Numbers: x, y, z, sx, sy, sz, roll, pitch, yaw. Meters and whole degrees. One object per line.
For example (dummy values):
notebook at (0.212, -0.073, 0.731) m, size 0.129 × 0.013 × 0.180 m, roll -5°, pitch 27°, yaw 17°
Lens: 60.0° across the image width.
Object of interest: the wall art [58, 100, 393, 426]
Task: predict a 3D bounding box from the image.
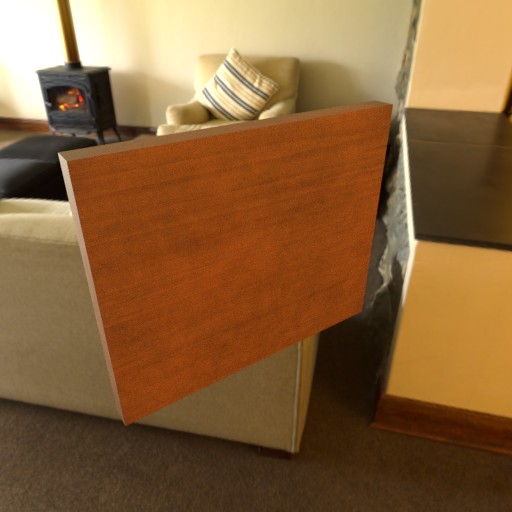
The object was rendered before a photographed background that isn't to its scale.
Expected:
wall art at (0.000, 0.000, 0.559) m, size 0.401 × 0.328 × 0.030 m, roll -19°, pitch 35°, yaw -29°
